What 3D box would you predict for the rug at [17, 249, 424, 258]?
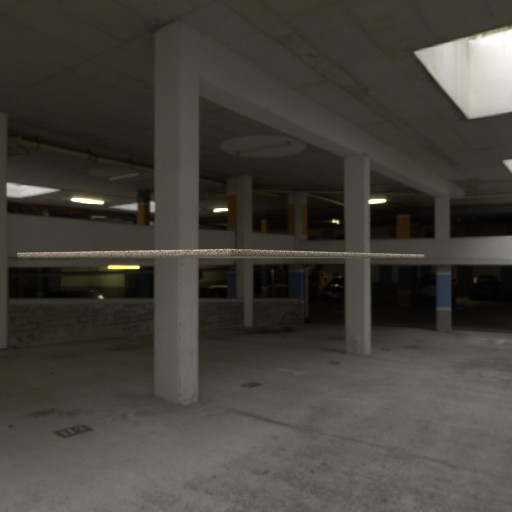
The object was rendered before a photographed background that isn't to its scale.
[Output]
[{"bbox_3d":[0.000,0.000,2.911,1.500,0.025,2.346,0,-1,36],"label":"rug"}]
